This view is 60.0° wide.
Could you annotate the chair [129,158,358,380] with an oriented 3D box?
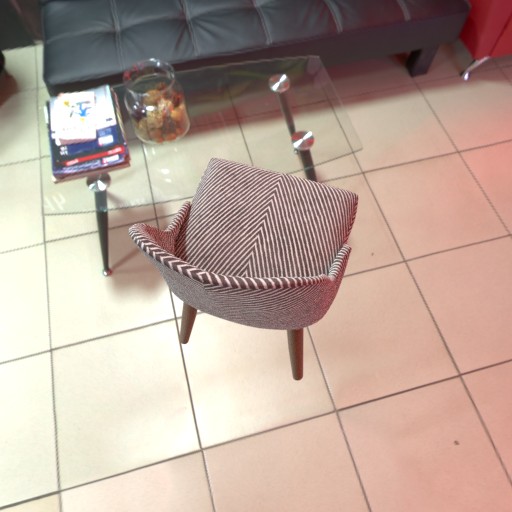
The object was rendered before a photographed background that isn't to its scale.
[{"bbox_3d":[0.000,0.000,1.262,0.504,0.883,0.591,16,63,8],"label":"chair"}]
